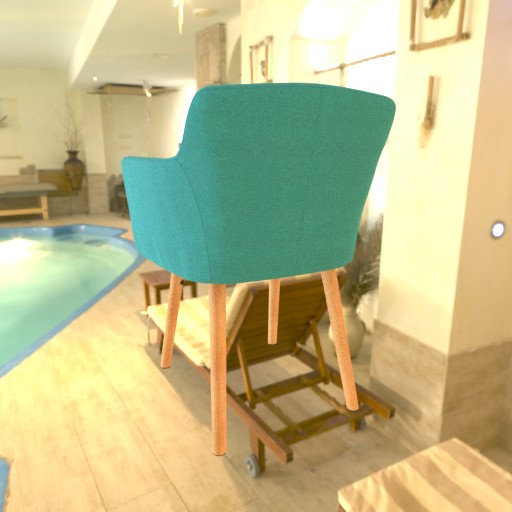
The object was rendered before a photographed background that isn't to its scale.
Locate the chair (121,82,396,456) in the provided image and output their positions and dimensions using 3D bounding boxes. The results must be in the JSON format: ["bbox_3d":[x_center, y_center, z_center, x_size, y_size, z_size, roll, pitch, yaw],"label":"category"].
[{"bbox_3d":[0.000,0.000,1.141,0.570,0.780,0.540,-7,16,-26],"label":"chair"}]
